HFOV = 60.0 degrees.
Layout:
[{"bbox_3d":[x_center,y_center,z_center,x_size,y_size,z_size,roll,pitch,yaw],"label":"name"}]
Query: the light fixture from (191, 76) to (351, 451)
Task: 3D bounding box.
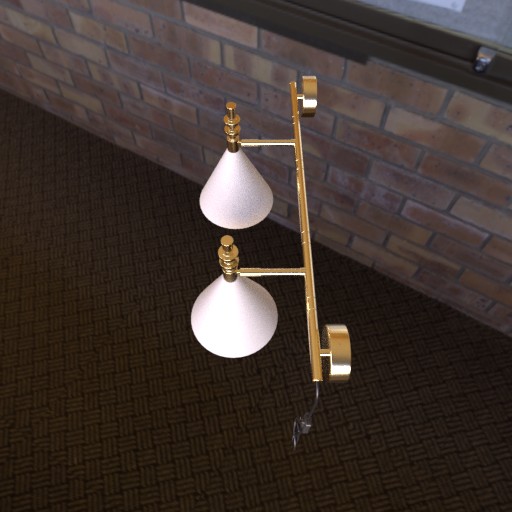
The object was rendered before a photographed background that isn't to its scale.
[{"bbox_3d":[0.000,0.000,0.863,0.239,0.468,0.642,0,58,0],"label":"light fixture"}]
